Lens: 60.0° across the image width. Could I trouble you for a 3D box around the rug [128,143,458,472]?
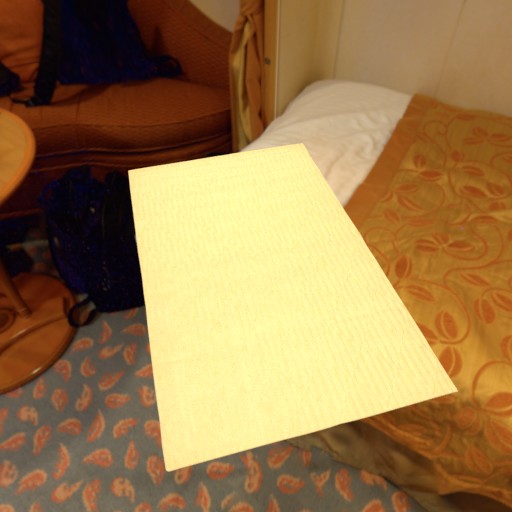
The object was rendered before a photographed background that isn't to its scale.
[{"bbox_3d":[0.000,0.000,2.986,1.531,0.014,2.441,-11,48,-10],"label":"rug"}]
